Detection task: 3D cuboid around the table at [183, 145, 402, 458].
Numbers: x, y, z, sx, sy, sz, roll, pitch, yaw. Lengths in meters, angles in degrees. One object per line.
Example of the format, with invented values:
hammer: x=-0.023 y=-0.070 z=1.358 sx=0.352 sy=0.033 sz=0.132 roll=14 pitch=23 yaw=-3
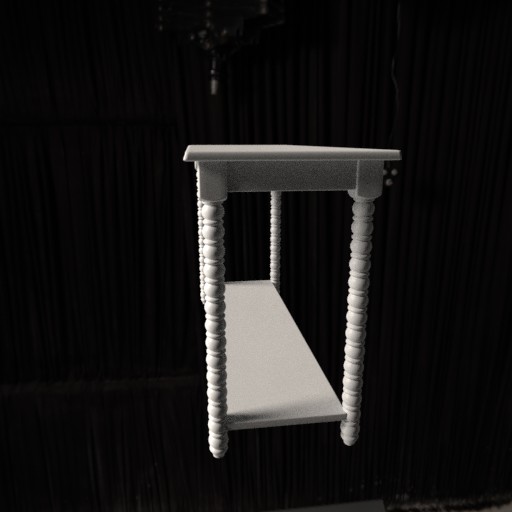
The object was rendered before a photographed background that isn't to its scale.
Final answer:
table: x=0.000 y=0.000 z=1.547 sx=0.459 sy=0.740 sz=1.184 roll=-2 pitch=15 yaw=-8
